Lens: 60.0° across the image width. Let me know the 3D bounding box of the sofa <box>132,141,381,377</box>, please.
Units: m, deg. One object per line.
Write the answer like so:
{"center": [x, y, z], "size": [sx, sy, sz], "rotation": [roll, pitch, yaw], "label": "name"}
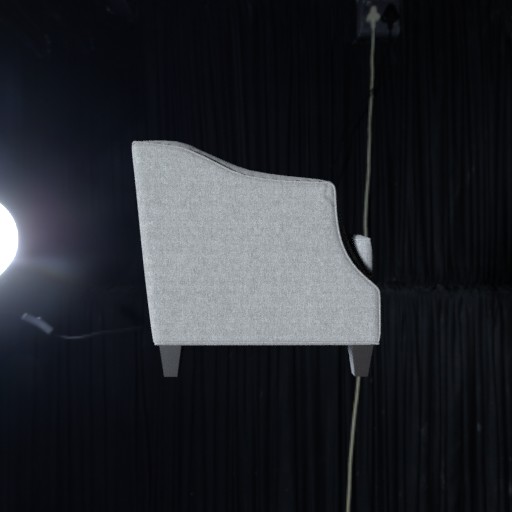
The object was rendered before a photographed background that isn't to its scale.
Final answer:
{"center": [0.000, 0.000, 2.694], "size": [0.914, 0.901, 2.235], "rotation": [0, -1, 0], "label": "sofa"}
